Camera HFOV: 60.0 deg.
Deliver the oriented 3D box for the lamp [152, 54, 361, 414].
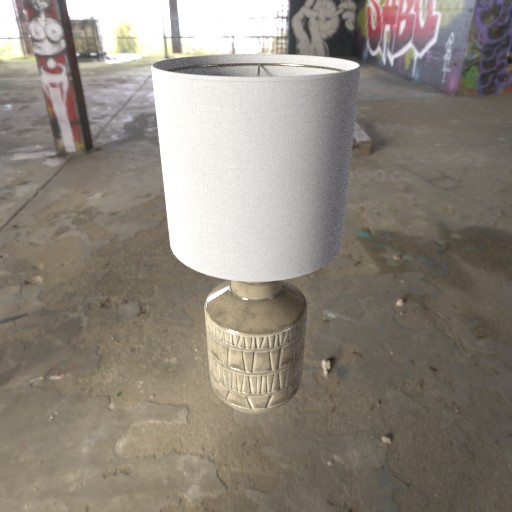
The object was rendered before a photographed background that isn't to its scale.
[{"bbox_3d":[0.000,0.000,0.567,0.211,0.455,0.211,8,30,14],"label":"lamp"}]
